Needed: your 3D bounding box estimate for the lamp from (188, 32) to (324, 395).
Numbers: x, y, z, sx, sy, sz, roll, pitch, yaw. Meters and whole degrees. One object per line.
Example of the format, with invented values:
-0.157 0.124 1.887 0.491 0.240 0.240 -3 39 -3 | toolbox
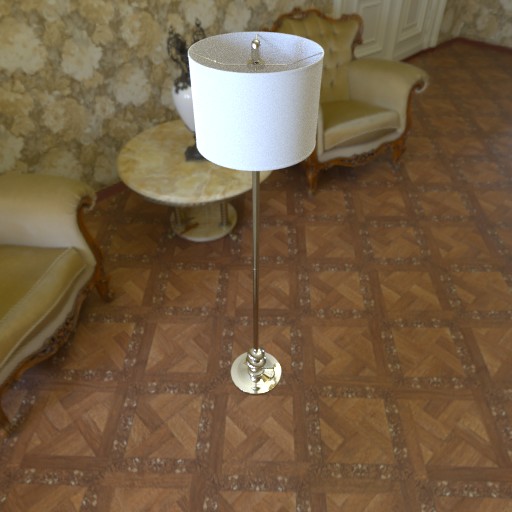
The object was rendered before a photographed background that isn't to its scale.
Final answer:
0.000 0.000 1.637 0.356 1.487 0.356 0 41 0 | lamp
